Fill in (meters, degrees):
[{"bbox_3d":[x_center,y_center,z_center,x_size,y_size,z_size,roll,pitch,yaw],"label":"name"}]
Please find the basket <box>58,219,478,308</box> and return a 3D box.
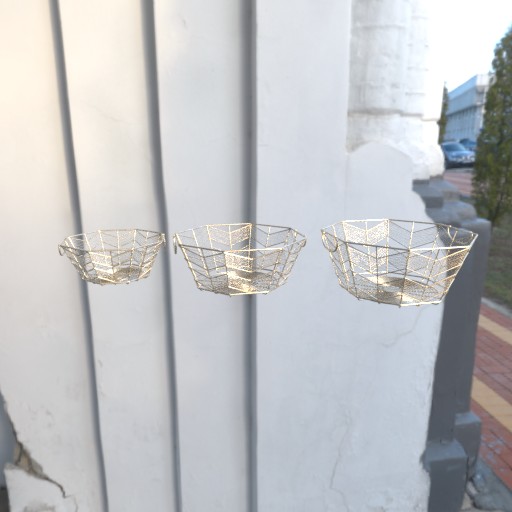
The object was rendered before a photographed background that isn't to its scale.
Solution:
[{"bbox_3d":[0.000,0.000,1.347,1.246,0.178,0.432,2,15,9],"label":"basket"}]
